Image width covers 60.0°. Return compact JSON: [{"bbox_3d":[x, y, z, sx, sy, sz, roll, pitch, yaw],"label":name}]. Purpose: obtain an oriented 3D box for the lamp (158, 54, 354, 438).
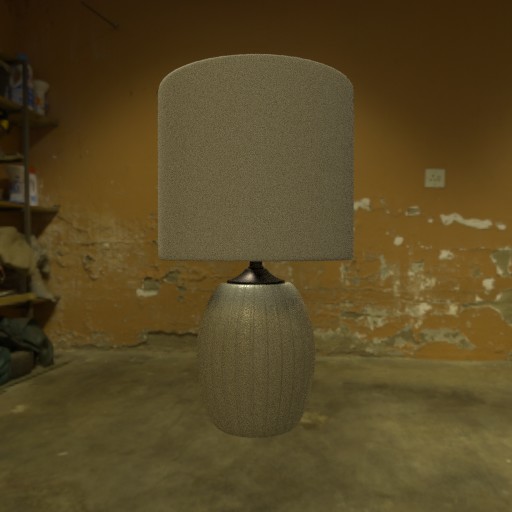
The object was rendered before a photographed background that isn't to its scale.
[{"bbox_3d":[0.000,0.000,0.764,0.329,0.570,0.329,0,0,-35],"label":"lamp"}]
